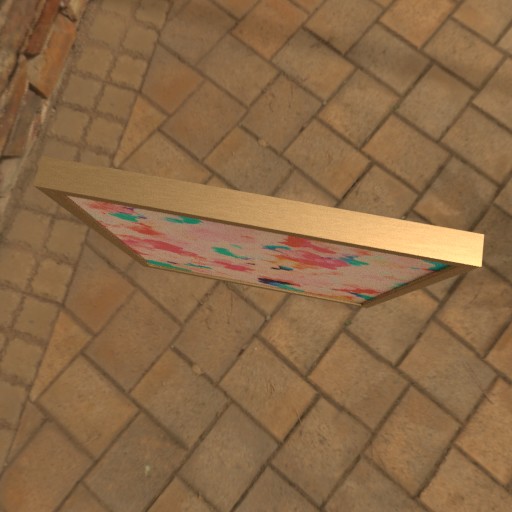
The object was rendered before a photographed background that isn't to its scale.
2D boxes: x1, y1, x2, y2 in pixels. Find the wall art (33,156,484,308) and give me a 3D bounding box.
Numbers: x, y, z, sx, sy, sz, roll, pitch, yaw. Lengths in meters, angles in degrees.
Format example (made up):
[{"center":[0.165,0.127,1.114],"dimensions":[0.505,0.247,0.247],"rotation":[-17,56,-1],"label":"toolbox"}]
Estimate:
[{"center":[0.000,0.000,0.748],"dimensions":[0.510,0.509,0.037],"rotation":[10,78,2],"label":"wall art"}]
